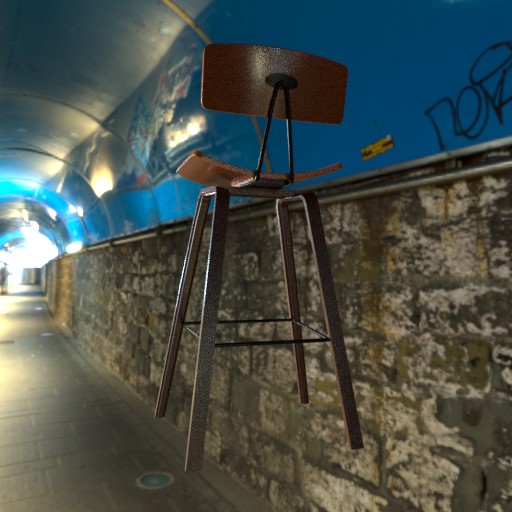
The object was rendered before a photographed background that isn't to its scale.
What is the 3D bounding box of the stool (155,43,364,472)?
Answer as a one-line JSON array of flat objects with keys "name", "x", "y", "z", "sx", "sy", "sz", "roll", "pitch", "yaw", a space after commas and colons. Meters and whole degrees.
[{"name": "stool", "x": 0.000, "y": 0.000, "z": 1.239, "sx": 0.509, "sy": 0.969, "sz": 0.440, "roll": 1, "pitch": -2, "yaw": -18}]
